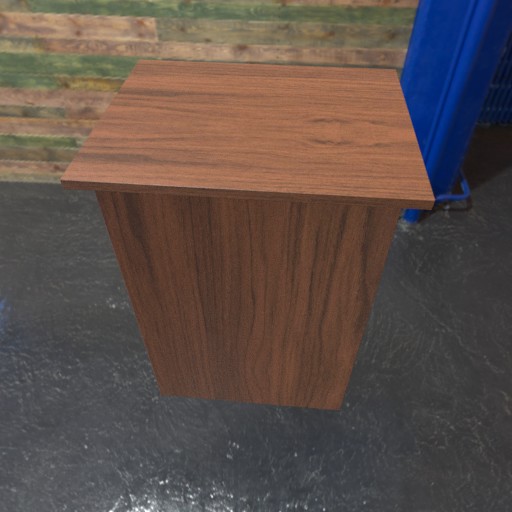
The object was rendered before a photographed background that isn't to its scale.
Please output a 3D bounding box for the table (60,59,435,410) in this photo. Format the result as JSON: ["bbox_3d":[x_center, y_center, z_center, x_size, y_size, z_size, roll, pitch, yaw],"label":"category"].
[{"bbox_3d":[0.000,0.000,0.923,0.480,0.636,0.381,4,46,4],"label":"table"}]
